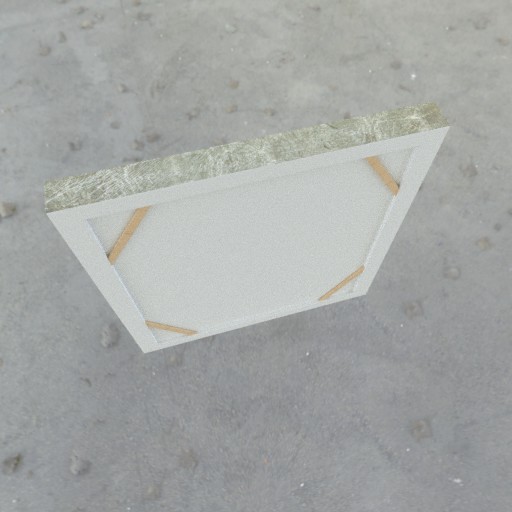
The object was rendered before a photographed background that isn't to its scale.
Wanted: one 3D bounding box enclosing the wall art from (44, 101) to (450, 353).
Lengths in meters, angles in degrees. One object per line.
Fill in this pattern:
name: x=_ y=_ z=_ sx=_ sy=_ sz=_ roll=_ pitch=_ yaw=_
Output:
wall art: x=0.000 y=0.000 z=0.613 sx=0.405 sy=0.407 sz=0.038 roll=-14 pitch=61 yaw=-8
